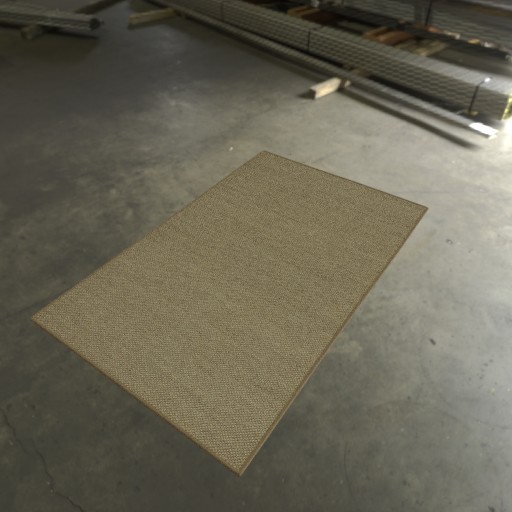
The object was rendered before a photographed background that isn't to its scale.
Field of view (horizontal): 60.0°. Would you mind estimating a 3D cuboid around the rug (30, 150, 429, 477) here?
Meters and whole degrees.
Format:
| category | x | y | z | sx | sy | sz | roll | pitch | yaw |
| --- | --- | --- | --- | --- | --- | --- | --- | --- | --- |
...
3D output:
| category | x | y | z | sx | sy | sz | roll | pitch | yaw |
| --- | --- | --- | --- | --- | --- | --- | --- | --- | --- |
| rug | 0.000 | 0.000 | 2.060 | 1.062 | 0.013 | 1.667 | 26 | 48 | 25 |
